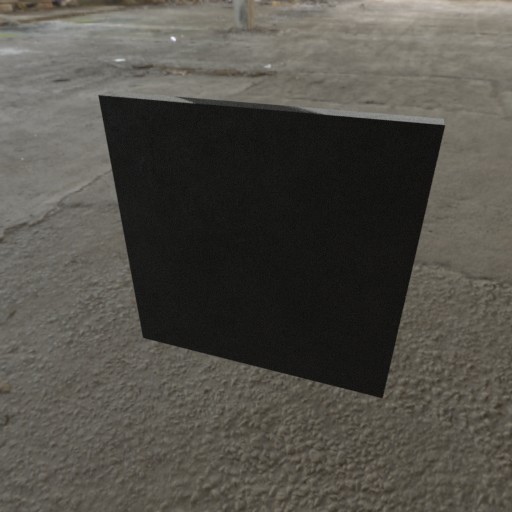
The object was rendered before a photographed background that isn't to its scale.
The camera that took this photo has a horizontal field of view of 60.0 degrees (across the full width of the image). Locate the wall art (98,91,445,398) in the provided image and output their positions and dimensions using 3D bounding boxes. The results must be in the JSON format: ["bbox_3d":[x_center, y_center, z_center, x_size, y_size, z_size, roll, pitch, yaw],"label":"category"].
[{"bbox_3d":[0.000,0.000,1.157,0.765,0.765,0.046,10,34,16],"label":"wall art"}]
